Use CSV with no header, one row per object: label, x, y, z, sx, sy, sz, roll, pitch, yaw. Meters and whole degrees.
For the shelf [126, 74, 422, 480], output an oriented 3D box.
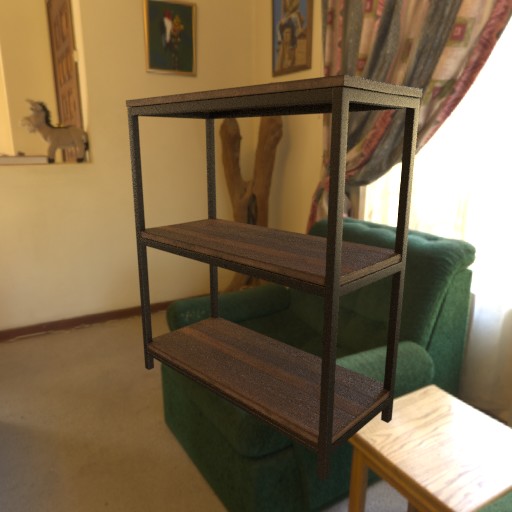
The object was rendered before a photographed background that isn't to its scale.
shelf,0.000,0.000,1.385,0.822,0.947,0.352,14,20,42
